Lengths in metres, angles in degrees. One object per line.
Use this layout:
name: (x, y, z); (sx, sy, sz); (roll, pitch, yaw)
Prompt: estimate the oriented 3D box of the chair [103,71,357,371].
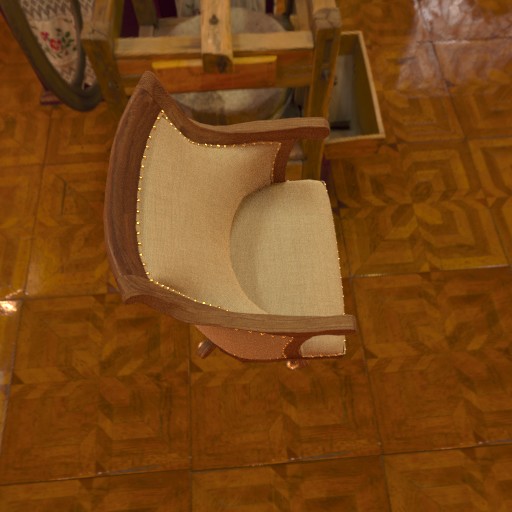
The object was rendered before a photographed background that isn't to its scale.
chair: (0.000, 0.000, 1.425); (0.689, 0.965, 0.656); (-2, 65, -1)
